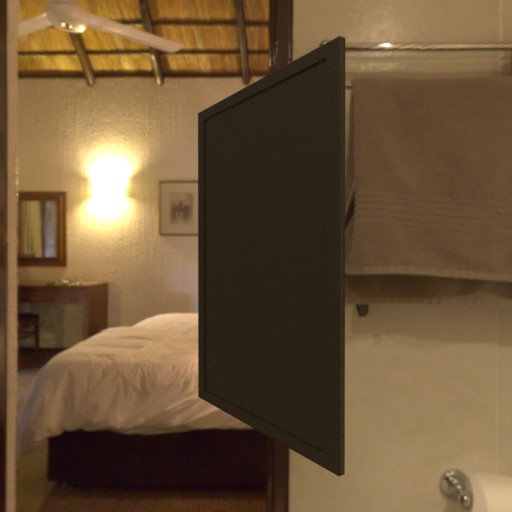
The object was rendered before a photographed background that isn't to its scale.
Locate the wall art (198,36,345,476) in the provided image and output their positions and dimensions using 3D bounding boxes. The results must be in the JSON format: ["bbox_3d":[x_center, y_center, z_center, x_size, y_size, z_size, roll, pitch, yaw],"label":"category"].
[{"bbox_3d":[0.000,0.000,0.852,0.012,0.661,0.451,0,1,-35],"label":"wall art"}]
